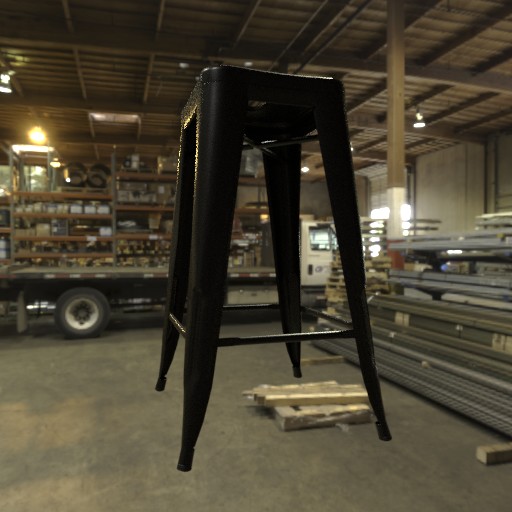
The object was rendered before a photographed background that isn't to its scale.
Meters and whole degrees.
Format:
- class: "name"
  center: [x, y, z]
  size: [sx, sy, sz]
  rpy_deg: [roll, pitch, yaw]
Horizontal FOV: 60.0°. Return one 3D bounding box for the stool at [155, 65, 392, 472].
- class: "stool"
  center: [0.000, 0.000, 0.863]
  size: [0.359, 0.609, 0.399]
  rpy_deg: [0, 1, -18]
